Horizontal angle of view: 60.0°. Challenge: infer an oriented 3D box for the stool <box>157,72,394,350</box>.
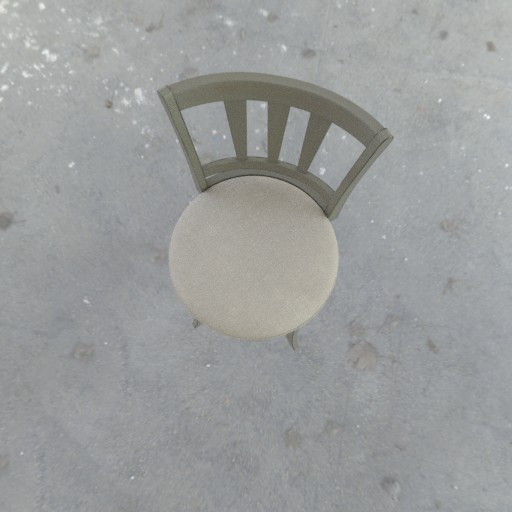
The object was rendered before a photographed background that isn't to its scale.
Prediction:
[{"bbox_3d":[0.000,0.000,1.258,0.450,0.994,0.486,12,76,3],"label":"stool"}]
